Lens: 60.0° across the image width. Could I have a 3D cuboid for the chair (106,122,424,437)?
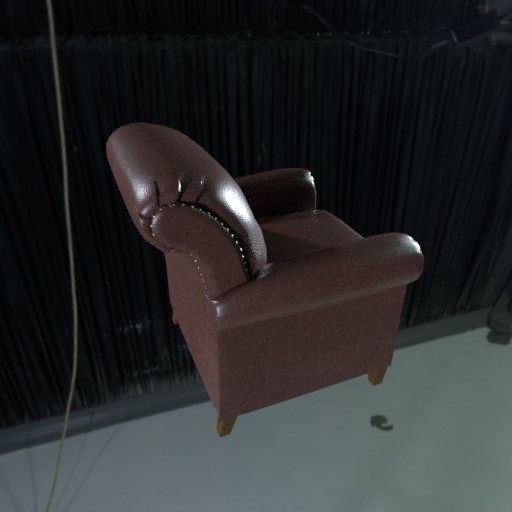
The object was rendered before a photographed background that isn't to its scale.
[{"bbox_3d":[0.000,0.000,1.625,0.890,0.927,0.854,-12,32,-19],"label":"chair"}]
